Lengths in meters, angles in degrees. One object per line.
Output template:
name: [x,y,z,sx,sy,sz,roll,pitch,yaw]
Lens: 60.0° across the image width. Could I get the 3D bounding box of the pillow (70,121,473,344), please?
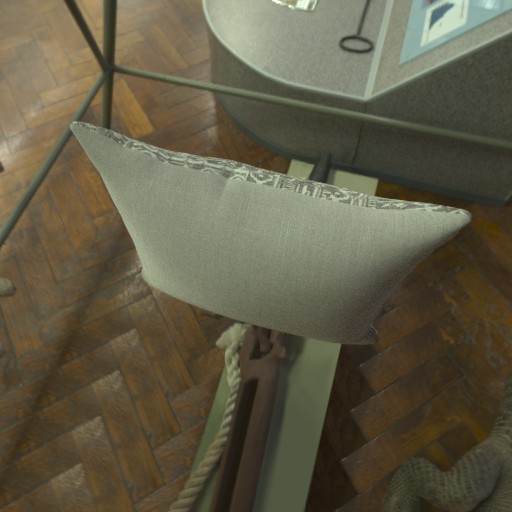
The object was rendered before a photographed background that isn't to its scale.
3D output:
pillow: [0.000,0.000,0.776,0.546,0.487,0.180,14,63,8]
